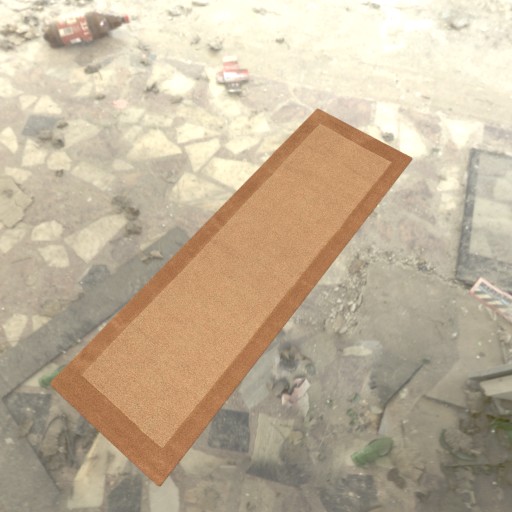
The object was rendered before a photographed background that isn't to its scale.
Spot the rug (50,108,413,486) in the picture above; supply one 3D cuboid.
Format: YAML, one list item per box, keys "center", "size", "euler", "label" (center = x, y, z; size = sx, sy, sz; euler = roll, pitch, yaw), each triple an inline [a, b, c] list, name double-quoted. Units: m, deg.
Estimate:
- center: [0.000, 0.000, 2.588]
  size: [0.764, 0.017, 2.439]
  euler: [34, 67, 17]
  label: "rug"
